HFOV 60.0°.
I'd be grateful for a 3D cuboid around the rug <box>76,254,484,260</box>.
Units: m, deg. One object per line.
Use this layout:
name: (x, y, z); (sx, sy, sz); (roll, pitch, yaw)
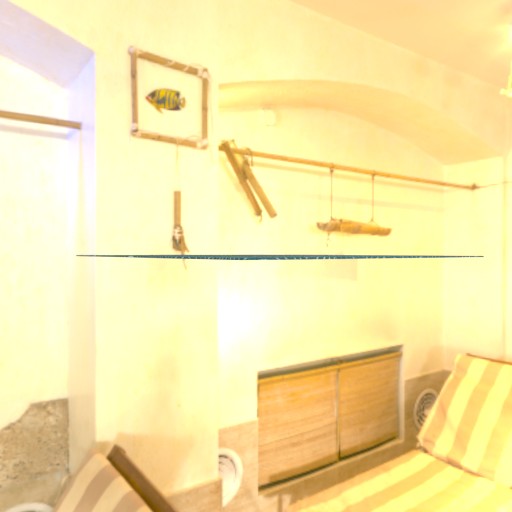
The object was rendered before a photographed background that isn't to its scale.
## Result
rug: (0.000, 0.000, 4.141); (2.432, 0.012, 3.033); (0, 1, -37)
